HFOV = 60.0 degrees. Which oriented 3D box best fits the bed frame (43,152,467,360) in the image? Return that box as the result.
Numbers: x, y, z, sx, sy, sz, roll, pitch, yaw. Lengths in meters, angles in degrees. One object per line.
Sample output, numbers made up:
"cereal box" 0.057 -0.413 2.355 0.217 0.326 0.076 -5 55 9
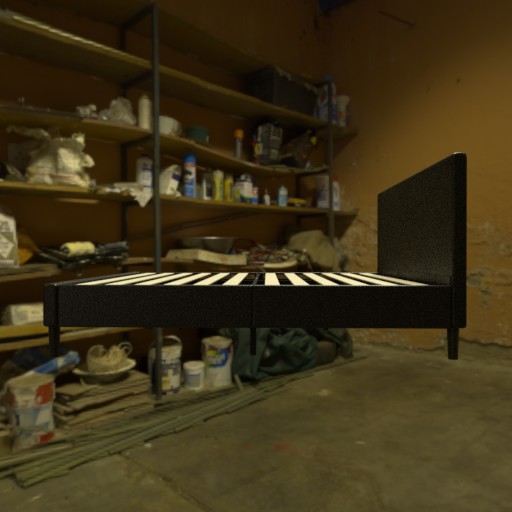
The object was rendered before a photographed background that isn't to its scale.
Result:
"bed frame" 0.000 0.000 3.234 2.318 1.127 1.634 0 0 1
